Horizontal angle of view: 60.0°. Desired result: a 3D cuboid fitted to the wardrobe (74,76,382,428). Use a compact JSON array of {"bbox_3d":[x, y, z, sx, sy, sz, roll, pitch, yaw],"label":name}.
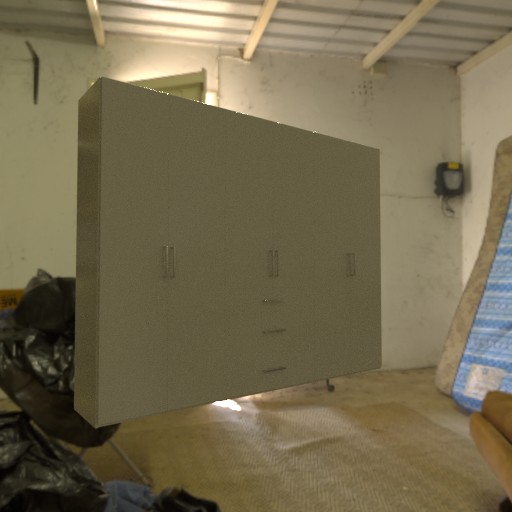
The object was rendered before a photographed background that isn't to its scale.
[{"bbox_3d":[0.000,0.000,4.054,3.000,2.360,0.580,1,-2,-37],"label":"wardrobe"}]
